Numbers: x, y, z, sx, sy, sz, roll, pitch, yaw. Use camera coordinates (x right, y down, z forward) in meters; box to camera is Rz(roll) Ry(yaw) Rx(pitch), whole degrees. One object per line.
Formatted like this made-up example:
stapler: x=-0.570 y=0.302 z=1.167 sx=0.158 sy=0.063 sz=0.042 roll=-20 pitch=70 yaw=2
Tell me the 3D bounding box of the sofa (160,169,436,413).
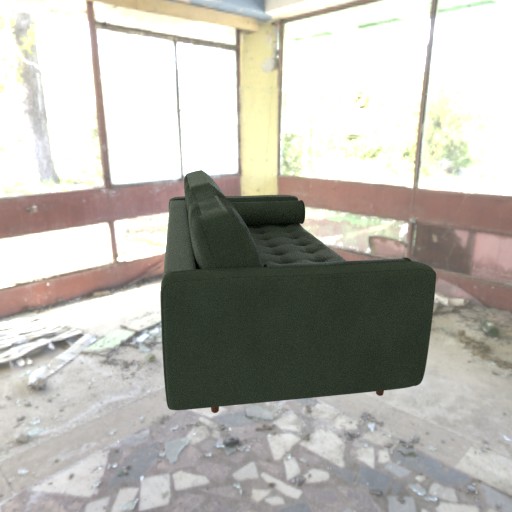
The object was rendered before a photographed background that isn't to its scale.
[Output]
sofa: x=0.000 y=0.000 z=2.307 sx=0.916 sy=0.772 sz=1.880 roll=-3 pitch=16 yaw=-9
